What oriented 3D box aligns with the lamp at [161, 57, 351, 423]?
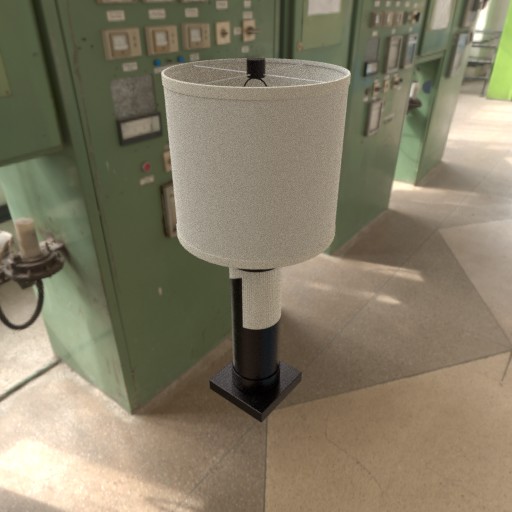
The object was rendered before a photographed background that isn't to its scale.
[{"bbox_3d":[0.000,0.000,0.622,0.211,0.509,0.211,22,37,33],"label":"lamp"}]
